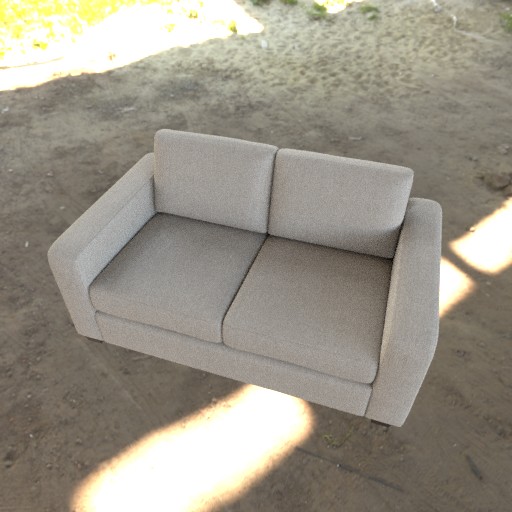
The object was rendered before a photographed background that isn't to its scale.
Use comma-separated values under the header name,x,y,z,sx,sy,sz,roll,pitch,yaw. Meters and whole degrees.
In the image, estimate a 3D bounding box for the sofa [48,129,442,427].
name,x,y,z,sx,sy,sz,roll,pitch,yaw
sofa,0.000,0.000,2.035,1.540,0.800,0.900,12,43,14
